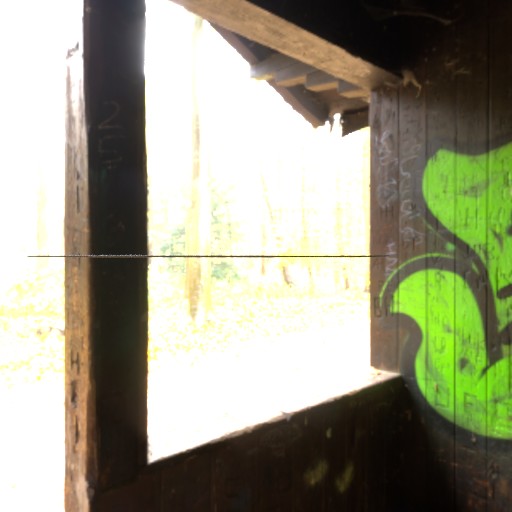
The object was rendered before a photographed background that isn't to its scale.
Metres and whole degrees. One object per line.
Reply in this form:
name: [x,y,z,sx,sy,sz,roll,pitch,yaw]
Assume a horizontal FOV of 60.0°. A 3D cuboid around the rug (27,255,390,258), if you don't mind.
rug: [0.000,0.000,4.396,2.393,0.013,3.307,0,0,19]
